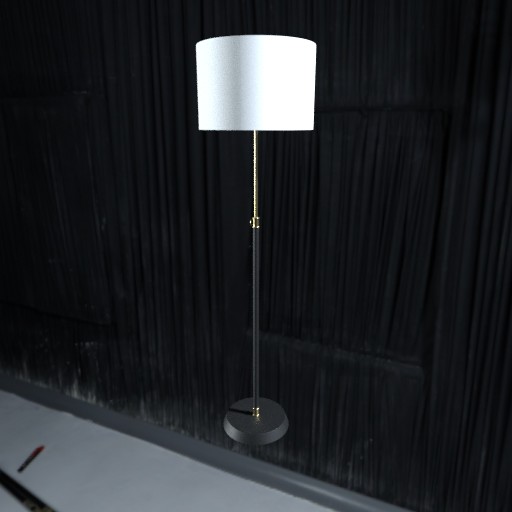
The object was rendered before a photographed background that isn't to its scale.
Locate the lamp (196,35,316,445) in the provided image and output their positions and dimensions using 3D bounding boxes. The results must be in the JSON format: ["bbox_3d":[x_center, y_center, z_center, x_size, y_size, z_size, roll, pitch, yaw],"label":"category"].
[{"bbox_3d":[0.000,0.000,1.718,0.404,1.517,0.404,8,18,24],"label":"lamp"}]
